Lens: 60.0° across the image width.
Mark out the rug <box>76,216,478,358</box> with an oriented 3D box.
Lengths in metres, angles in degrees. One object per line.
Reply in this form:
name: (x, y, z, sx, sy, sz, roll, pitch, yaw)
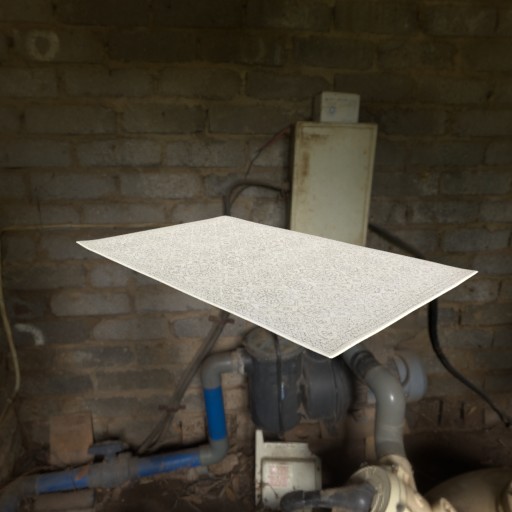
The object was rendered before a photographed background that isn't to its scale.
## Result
rug: (0.000, 0.000, 2.475, 1.214, 0.023, 1.947, -16, 23, -42)
